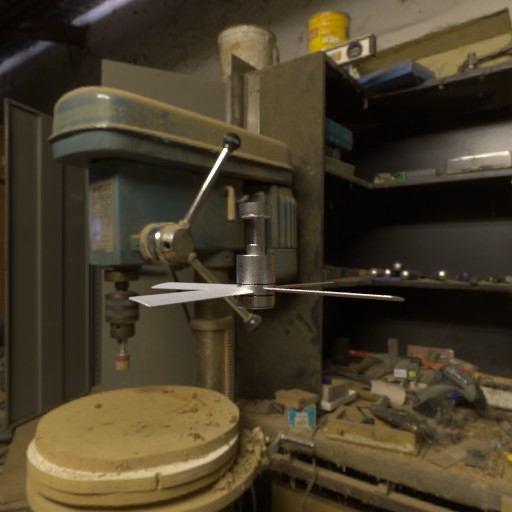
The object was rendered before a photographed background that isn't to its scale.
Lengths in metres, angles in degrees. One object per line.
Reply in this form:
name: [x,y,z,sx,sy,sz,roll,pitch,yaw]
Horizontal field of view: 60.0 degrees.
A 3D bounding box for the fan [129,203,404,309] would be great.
fan: [0.000,0.000,2.331,1.525,0.539,1.525,0,0,38]
